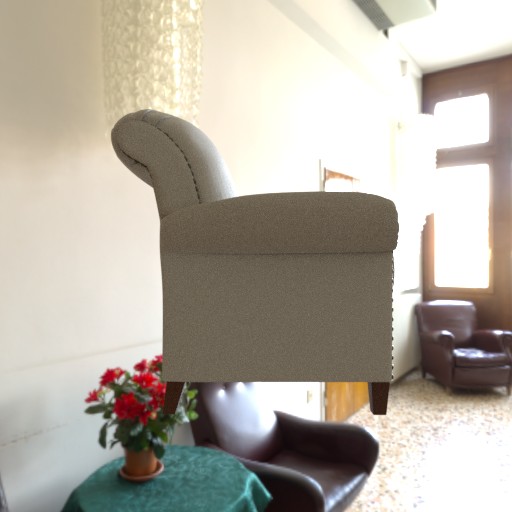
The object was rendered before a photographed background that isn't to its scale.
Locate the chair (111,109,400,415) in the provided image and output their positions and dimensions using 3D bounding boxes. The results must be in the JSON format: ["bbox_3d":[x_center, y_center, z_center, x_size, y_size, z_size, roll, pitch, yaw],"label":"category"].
[{"bbox_3d":[0.000,0.000,1.636,0.890,0.927,0.854,0,0,0],"label":"chair"}]
